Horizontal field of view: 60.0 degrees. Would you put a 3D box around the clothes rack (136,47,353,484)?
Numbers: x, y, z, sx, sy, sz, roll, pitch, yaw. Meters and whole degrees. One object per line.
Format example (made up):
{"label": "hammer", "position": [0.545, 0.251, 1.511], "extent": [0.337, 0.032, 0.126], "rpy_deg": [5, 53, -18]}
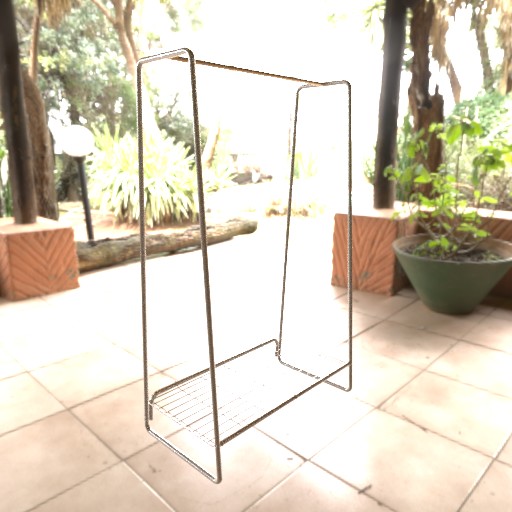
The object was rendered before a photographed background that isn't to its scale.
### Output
{"label": "clothes rack", "position": [0.000, 0.000, 1.914], "extent": [0.495, 1.500, 0.900], "rpy_deg": [12, 18, 42]}
